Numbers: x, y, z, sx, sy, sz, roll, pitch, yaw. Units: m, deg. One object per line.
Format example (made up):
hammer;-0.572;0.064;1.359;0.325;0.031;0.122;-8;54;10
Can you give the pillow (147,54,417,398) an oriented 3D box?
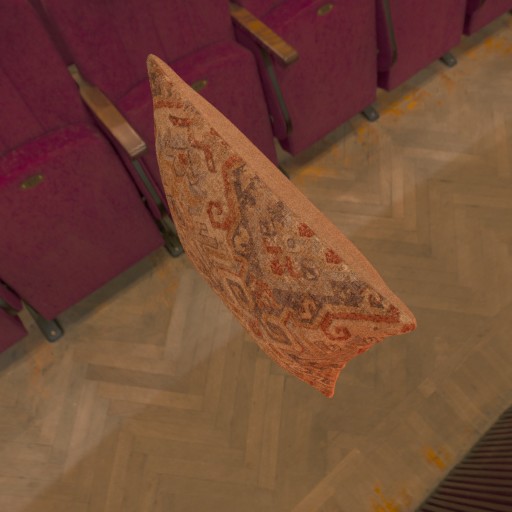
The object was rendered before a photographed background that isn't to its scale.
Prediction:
pillow;0.000;0.000;0.774;0.166;0.506;0.523;-36;70;-16
